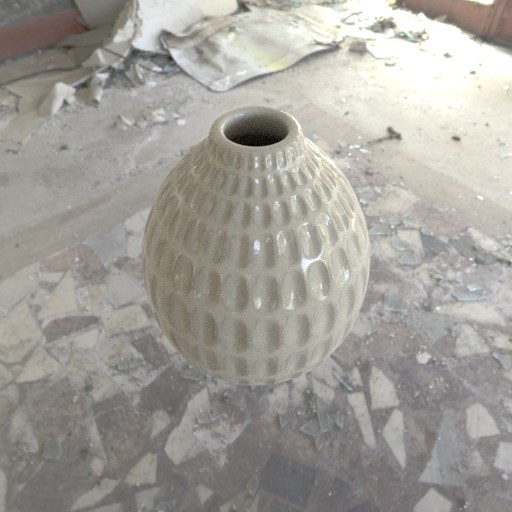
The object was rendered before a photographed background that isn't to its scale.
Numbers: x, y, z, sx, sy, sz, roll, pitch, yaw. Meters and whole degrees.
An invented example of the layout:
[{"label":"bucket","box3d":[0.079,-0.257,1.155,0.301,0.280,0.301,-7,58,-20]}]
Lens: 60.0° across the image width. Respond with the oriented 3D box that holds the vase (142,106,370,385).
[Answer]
[{"label":"vase","box3d":[0.000,0.000,0.254,0.128,0.167,0.128,0,48,0]}]
